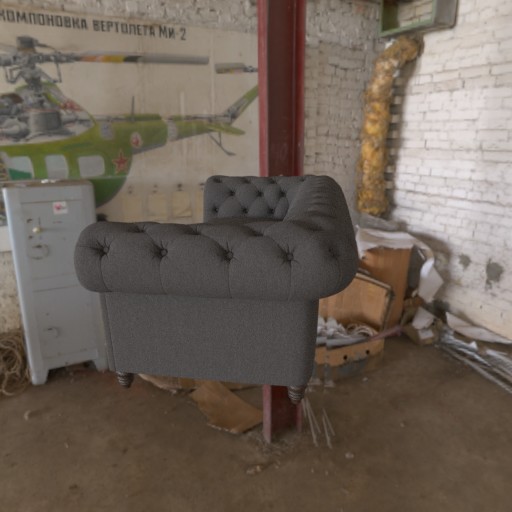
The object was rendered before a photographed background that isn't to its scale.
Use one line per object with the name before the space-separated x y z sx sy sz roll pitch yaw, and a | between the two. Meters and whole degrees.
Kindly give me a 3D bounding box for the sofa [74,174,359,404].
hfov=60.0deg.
sofa | 0.000 0.000 2.446 0.986 0.764 1.998 2 16 8
